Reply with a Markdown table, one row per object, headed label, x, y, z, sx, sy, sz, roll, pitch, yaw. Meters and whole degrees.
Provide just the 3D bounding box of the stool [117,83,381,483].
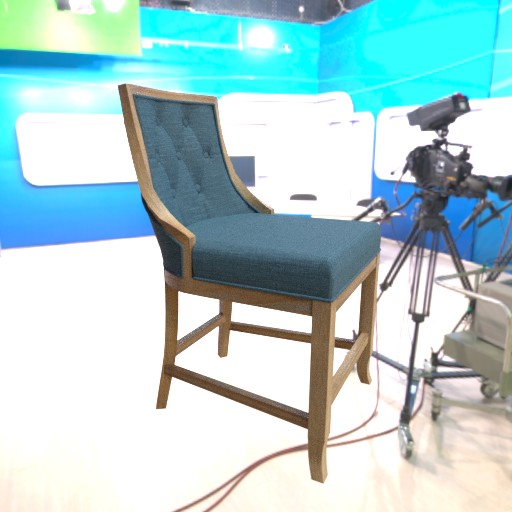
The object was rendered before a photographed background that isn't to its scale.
| label | x | y | z | sx | sy | sz | roll | pitch | yaw |
| --- | --- | --- | --- | --- | --- | --- | --- | --- | --- |
| stool | 0.000 | 0.000 | 1.303 | 0.626 | 0.938 | 0.524 | 7 | 17 | 26 |
